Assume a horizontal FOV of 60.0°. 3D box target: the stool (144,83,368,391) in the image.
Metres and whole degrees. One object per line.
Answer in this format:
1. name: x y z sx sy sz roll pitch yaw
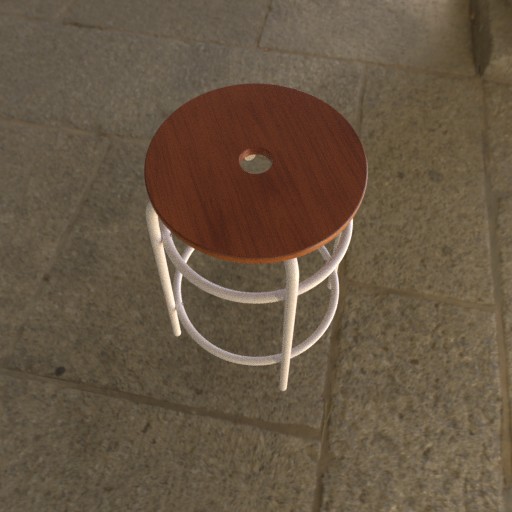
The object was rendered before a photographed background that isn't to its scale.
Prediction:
1. stool: 0.000 0.000 0.934 0.455 0.610 0.455 -16 63 -8
